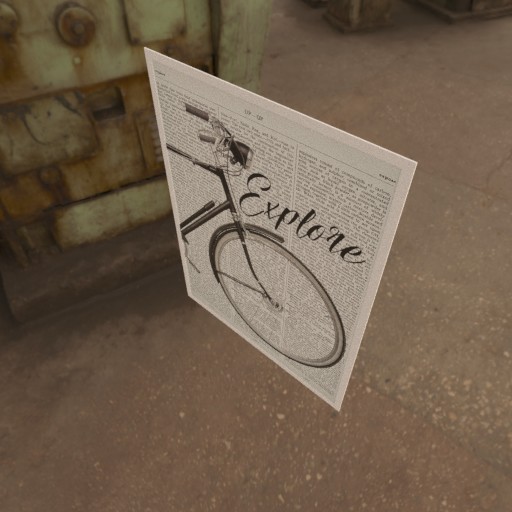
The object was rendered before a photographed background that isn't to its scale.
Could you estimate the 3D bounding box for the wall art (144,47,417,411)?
[{"bbox_3d":[0.000,0.000,0.796,0.457,0.610,0.003,33,55,27],"label":"wall art"}]
